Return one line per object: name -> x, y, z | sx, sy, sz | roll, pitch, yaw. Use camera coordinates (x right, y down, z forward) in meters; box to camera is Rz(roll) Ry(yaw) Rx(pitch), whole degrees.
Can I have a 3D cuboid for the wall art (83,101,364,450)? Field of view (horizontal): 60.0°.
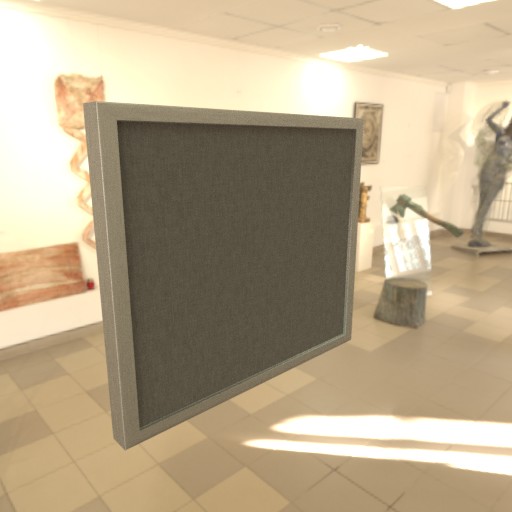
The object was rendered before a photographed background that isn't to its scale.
wall art -> 0.000, 0.000, 0.535 | 0.380, 0.330, 0.028 | -13, 19, -41
